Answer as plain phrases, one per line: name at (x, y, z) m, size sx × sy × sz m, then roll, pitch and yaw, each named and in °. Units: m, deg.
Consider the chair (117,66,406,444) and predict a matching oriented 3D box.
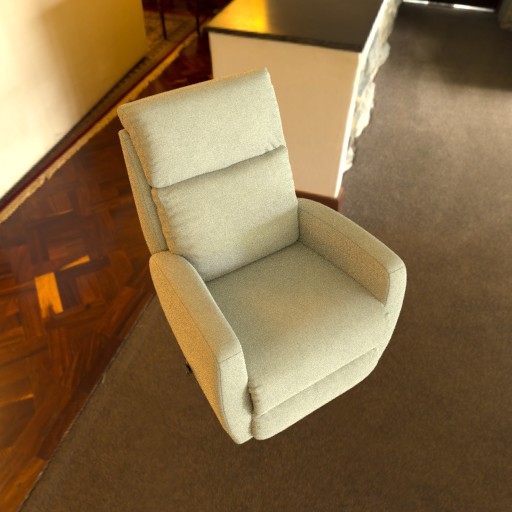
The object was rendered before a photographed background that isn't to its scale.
chair at (0.000, 0.000, 1.677) m, size 0.812 × 1.015 × 0.941 m, roll -24°, pitch 51°, yaw -21°
